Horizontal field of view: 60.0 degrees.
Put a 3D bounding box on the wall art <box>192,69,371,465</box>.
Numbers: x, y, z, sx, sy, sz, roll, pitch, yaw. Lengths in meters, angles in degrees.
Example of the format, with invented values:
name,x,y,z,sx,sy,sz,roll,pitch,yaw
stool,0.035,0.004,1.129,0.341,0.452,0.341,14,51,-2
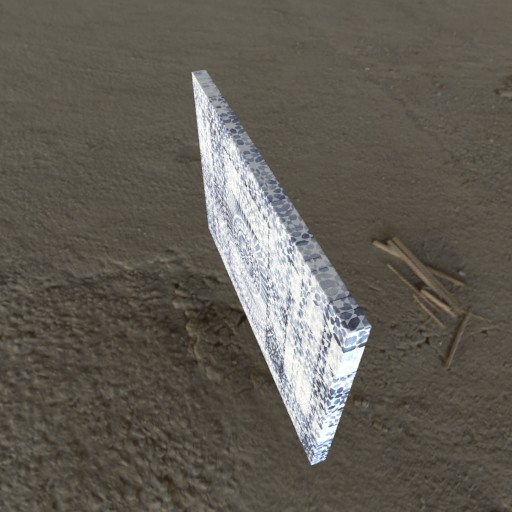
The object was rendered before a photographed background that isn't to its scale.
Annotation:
name,x,y,z,sx,sy,sz,roll,pitch,yaw
wall art,0.000,0.000,0.786,0.030,0.406,0.608,-15,50,-14
